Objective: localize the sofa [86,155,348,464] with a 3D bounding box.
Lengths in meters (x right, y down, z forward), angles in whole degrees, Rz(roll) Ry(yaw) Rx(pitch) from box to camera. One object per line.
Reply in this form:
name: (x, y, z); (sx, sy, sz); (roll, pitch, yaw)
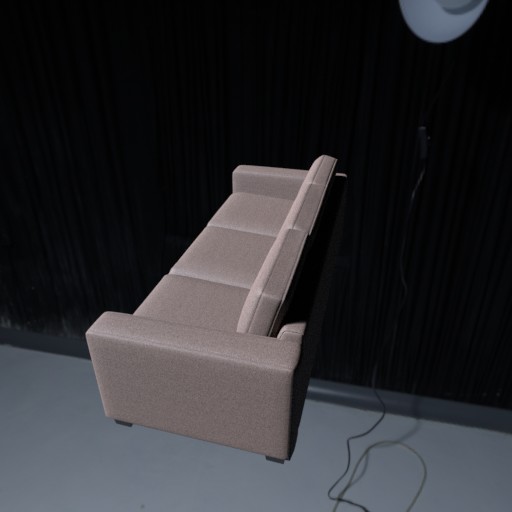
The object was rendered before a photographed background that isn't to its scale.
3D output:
sofa: (0.000, 0.000, 2.696); (0.900, 0.806, 2.160); (8, 31, 13)
